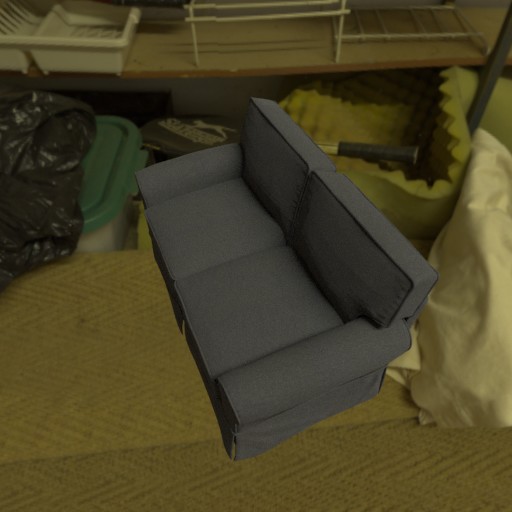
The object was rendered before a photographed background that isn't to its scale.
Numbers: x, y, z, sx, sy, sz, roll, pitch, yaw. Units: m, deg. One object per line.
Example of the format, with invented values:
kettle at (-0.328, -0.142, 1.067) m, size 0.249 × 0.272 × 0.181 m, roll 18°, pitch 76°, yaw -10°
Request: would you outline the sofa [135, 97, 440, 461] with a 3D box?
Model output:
sofa at (0.000, 0.000, 2.499) m, size 0.997 × 1.059 × 1.801 m, roll -18°, pitch 49°, yaw -16°
